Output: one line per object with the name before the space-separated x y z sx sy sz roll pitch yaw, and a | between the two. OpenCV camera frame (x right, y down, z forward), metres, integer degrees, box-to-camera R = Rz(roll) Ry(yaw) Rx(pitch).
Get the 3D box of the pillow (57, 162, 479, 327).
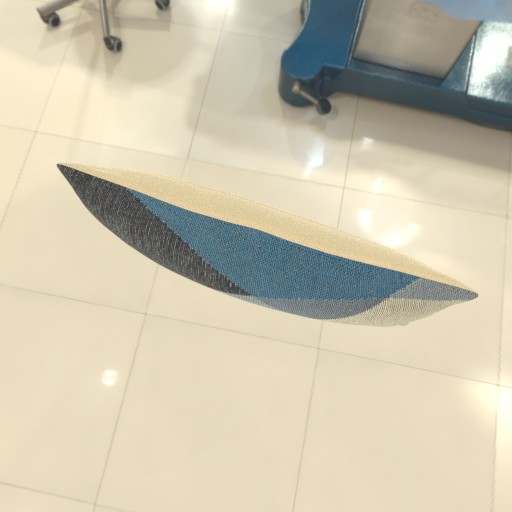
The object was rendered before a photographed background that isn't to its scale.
pillow | 0.000 0.000 0.731 0.604 0.307 0.148 18 75 5
